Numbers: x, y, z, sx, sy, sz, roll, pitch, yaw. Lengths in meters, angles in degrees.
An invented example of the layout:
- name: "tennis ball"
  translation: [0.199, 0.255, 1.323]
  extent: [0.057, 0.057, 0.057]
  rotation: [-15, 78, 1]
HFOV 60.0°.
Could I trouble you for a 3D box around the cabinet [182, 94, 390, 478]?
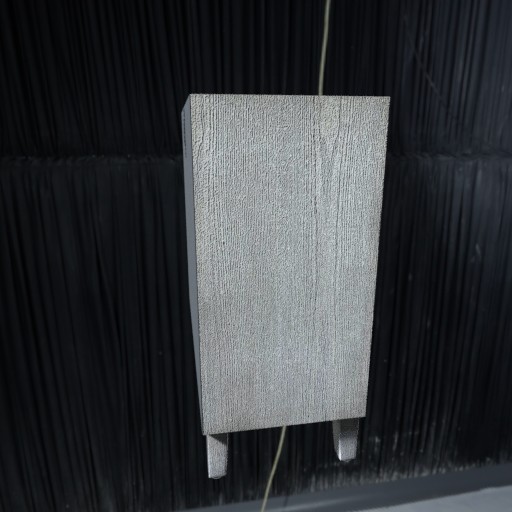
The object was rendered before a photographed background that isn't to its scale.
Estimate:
- name: "cabinet"
  translation: [0.000, 0.000, 1.235]
  extent: [0.370, 0.787, 0.781]
  rotation: [-3, 16, -10]
